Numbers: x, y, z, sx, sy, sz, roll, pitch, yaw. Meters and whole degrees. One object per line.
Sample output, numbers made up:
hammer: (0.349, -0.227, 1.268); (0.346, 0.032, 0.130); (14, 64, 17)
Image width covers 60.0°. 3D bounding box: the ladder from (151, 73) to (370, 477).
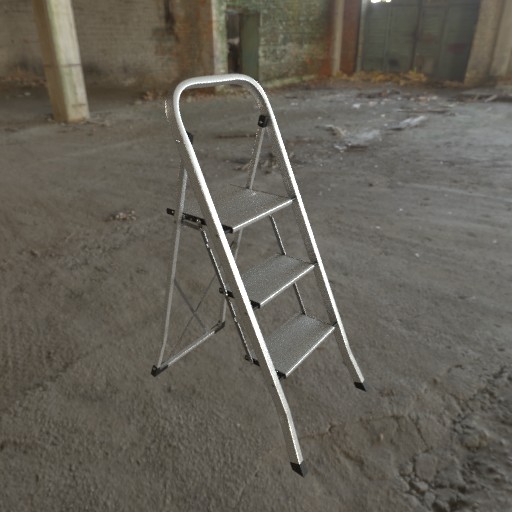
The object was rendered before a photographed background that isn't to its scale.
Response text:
ladder: (0.000, 0.000, 1.427); (0.704, 1.070, 0.465); (18, 32, 33)
